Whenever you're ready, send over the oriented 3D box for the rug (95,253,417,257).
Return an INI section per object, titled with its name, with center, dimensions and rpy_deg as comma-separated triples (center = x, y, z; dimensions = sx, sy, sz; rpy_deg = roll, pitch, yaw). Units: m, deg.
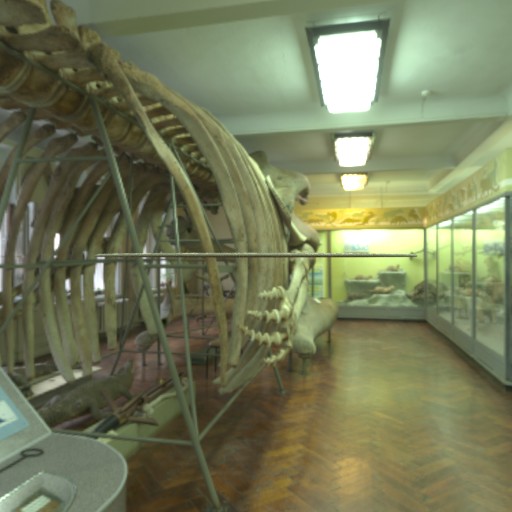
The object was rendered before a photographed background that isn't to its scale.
[rug]
center = 0.000, 0.000, 2.328
dimensions = 1.593, 0.012, 1.593
rpy_deg = 0, 0, 0
